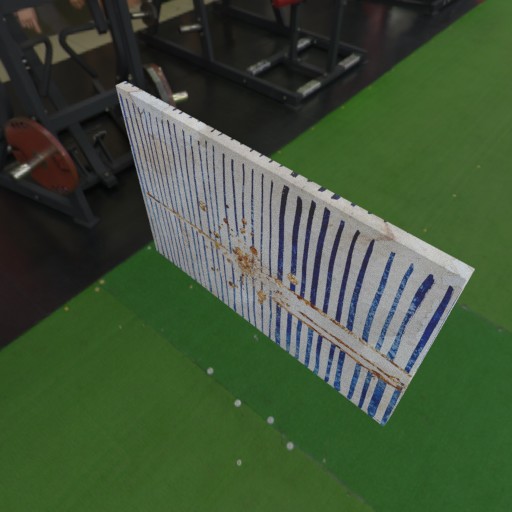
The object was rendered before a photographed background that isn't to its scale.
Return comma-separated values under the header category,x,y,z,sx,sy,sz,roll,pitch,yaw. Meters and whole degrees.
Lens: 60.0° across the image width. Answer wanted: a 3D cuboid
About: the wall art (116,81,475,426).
category,x,y,z,sx,sy,sz,roll,pitch,yaw
wall art,0.000,0.000,1.410,1.143,0.757,0.038,34,57,27
